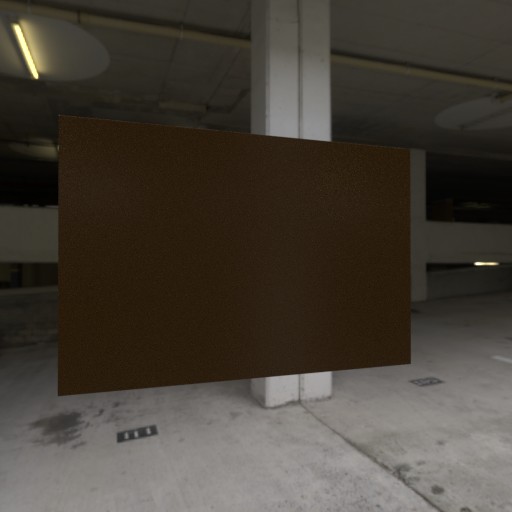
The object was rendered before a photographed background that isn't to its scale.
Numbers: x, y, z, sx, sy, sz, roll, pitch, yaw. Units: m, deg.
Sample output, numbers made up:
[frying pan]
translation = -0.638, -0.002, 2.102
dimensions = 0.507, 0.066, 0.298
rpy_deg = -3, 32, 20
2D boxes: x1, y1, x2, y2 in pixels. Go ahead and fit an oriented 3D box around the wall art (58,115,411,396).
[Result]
[wall art]
translation = 0.000, 0.000, 1.403
dimensions = 1.145, 0.762, 0.041
rpy_deg = 0, -1, -19
